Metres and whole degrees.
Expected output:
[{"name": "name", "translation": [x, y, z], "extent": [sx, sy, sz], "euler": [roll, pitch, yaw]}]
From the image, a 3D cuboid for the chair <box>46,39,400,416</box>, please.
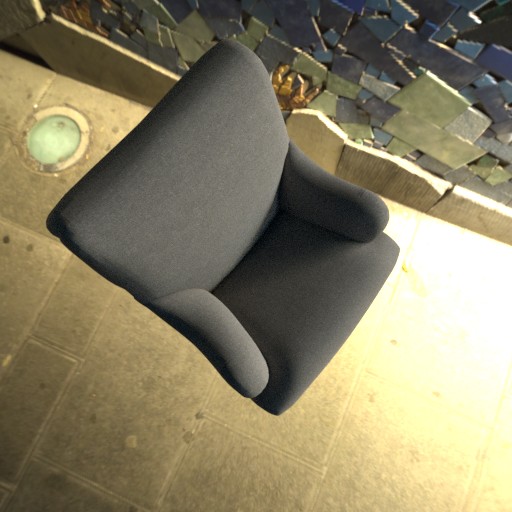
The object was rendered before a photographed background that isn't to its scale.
[{"name": "chair", "translation": [0.000, 0.000, 1.525], "extent": [0.843, 0.942, 0.766], "euler": [37, 78, 10]}]
